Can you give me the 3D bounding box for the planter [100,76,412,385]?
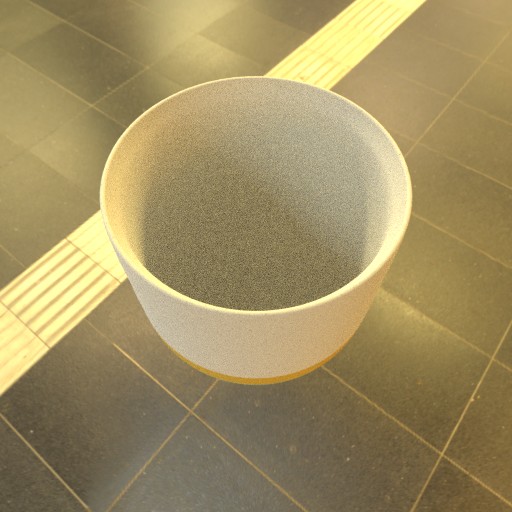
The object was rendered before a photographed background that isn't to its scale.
[{"bbox_3d":[0.000,0.000,0.496,0.268,0.270,0.268,0,58,0],"label":"planter"}]
